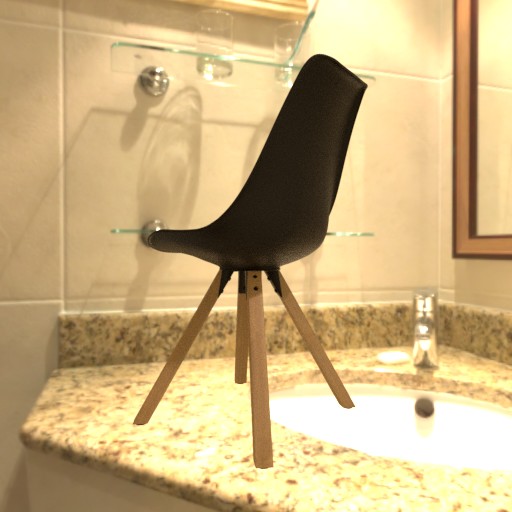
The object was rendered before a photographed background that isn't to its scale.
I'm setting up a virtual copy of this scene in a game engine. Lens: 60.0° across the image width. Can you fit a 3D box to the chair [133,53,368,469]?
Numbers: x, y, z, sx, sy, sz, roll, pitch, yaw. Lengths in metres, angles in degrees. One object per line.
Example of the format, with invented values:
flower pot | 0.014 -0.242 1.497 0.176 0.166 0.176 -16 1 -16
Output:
chair | 0.000 0.000 1.163 0.549 0.850 0.485 1 1 36
